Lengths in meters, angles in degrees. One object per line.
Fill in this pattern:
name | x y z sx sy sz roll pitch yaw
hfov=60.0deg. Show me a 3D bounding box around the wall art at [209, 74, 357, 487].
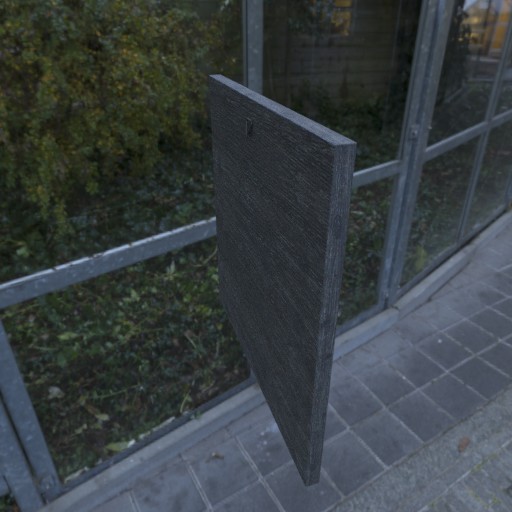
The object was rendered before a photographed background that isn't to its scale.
wall art | 0.000 0.000 0.673 0.027 0.459 0.462 -9 30 -16
